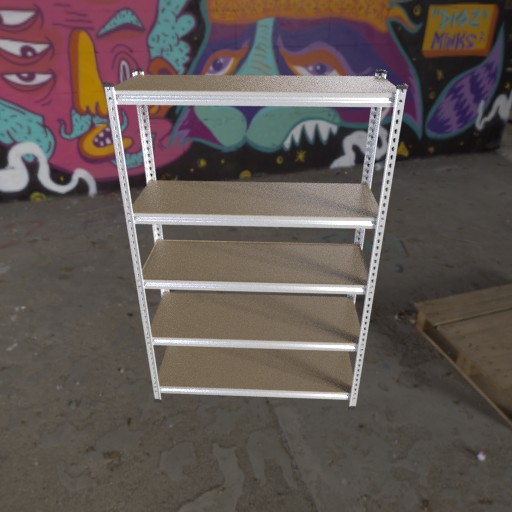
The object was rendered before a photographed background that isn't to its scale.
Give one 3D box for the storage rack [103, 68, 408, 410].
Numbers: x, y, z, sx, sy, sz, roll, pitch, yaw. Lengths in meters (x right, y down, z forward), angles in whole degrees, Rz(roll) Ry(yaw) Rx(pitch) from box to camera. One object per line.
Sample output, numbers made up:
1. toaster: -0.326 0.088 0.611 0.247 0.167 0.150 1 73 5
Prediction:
1. storage rack: 0.000 0.000 2.409 1.219 1.829 0.457 1 30 2
